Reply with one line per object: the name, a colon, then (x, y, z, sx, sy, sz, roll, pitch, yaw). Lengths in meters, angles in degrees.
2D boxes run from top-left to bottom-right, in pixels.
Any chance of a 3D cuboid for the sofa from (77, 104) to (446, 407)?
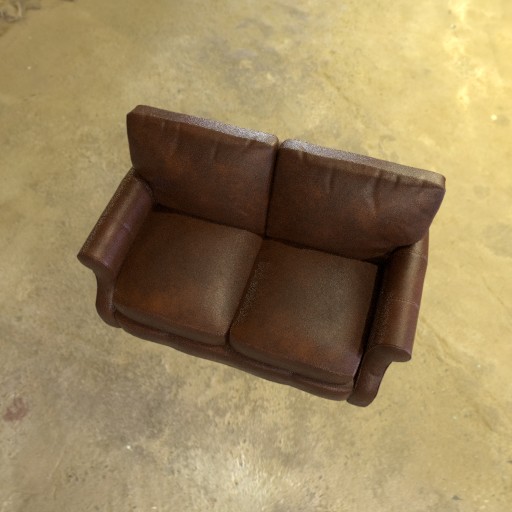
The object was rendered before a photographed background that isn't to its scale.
sofa: (0.000, 0.000, 2.242, 1.616, 0.976, 0.990, 16, 60, 9)
